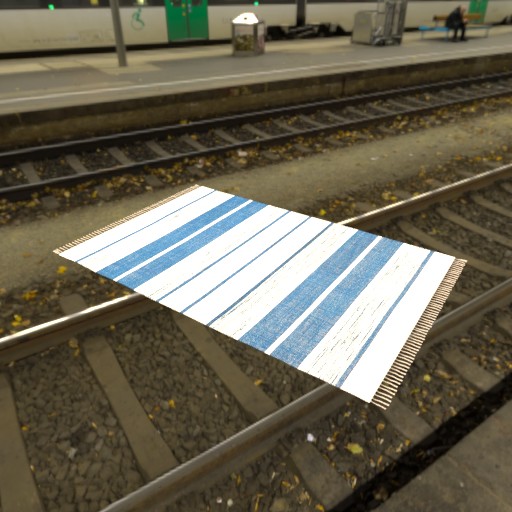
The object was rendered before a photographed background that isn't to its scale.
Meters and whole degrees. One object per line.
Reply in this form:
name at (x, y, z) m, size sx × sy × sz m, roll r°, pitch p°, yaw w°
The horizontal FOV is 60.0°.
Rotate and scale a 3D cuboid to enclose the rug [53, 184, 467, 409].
rug at (0.000, 0.000, 3.073) m, size 2.441 × 0.010 × 1.532 m, roll 19°, pitch 36°, yaw 29°
